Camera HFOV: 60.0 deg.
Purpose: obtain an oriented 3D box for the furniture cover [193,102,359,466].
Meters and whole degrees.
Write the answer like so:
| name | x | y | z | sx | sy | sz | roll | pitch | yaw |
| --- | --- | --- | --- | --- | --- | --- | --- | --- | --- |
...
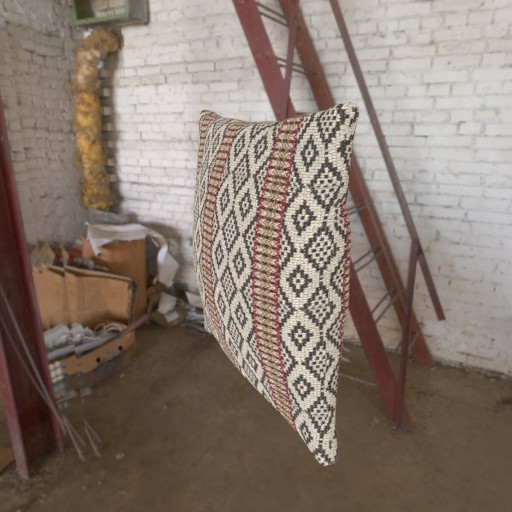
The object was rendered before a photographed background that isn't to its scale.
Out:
| name | x | y | z | sx | sy | sz | roll | pitch | yaw |
| --- | --- | --- | --- | --- | --- | --- | --- | --- | --- |
| furniture cover | 0.000 | 0.000 | 0.789 | 0.182 | 0.506 | 0.503 | -8 | 18 | -25 |
